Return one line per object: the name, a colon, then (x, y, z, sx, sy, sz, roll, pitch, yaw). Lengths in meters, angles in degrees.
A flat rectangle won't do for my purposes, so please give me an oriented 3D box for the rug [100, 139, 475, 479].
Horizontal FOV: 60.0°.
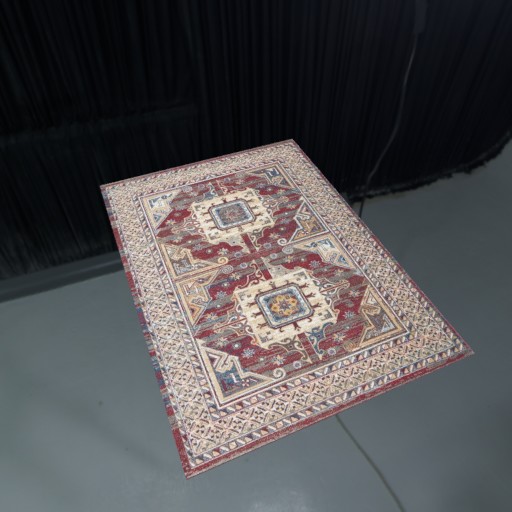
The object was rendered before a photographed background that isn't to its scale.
rug: (0.000, 0.000, 2.842, 1.599, 0.011, 2.210, -17, 50, -15)
